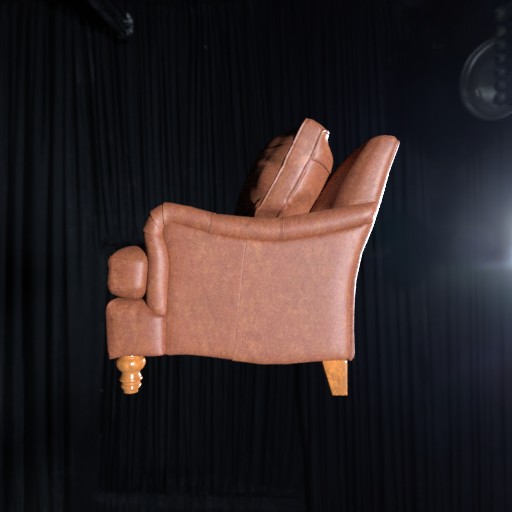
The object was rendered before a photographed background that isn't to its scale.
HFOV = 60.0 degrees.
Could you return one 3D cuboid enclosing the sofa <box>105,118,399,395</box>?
[{"bbox_3d":[0.000,0.000,2.709,1.147,1.071,2.144,0,0,1],"label":"sofa"}]
